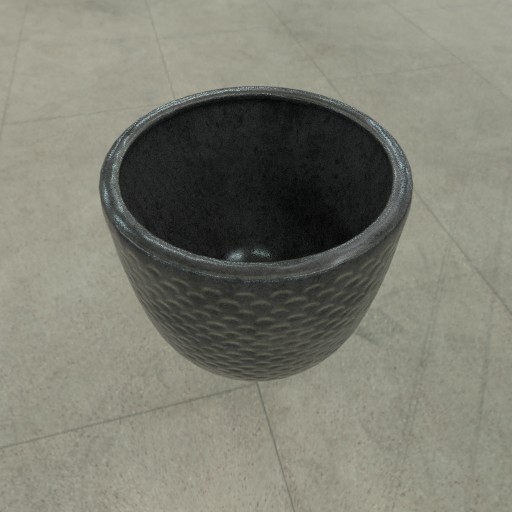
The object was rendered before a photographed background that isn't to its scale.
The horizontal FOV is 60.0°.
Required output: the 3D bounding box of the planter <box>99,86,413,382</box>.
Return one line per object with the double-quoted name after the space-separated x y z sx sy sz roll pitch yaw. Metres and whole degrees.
0.000 0.000 0.304 0.172 0.160 0.172 0 48 0 "planter"
